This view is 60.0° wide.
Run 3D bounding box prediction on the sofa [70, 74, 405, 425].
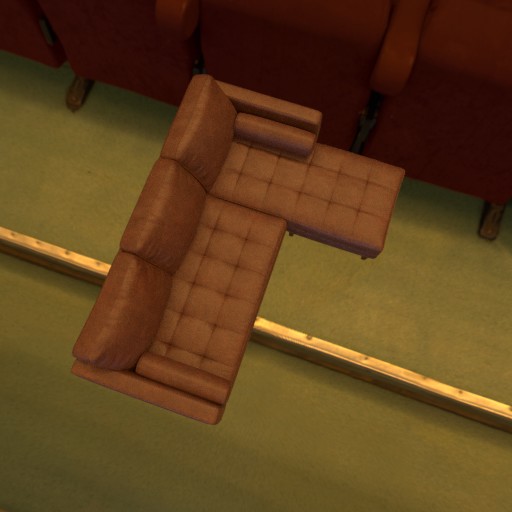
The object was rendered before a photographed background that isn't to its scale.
[{"bbox_3d":[0.000,0.000,2.972,1.613,0.841,2.185,18,76,5],"label":"sofa"}]
